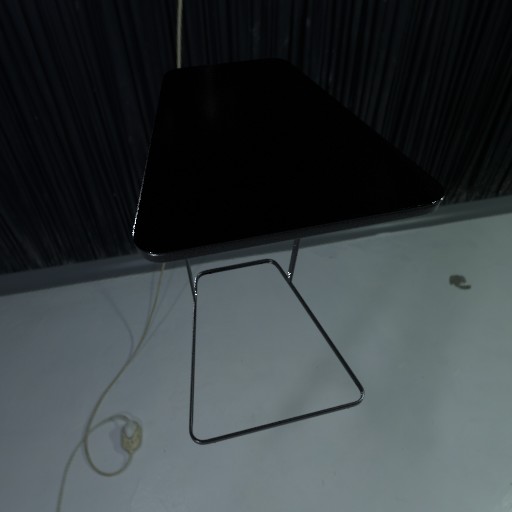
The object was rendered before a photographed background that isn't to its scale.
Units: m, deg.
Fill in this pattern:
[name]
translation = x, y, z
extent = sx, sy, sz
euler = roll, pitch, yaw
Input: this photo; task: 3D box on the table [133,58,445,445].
[table]
translation = 0.000, 0.000, 0.955
extent = 0.427, 0.624, 0.500
euler = -11, 48, -10
